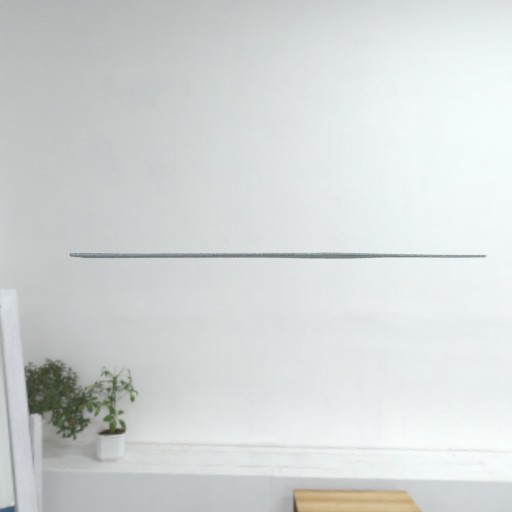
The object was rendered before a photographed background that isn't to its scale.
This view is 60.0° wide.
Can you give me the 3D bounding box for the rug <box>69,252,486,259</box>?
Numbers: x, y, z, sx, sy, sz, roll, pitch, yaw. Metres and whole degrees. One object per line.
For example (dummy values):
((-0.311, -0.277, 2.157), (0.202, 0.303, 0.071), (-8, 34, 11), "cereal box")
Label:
((0.000, 0.000, 4.333), (3.237, 0.046, 2.461), (0, -1, -19), "rug")
